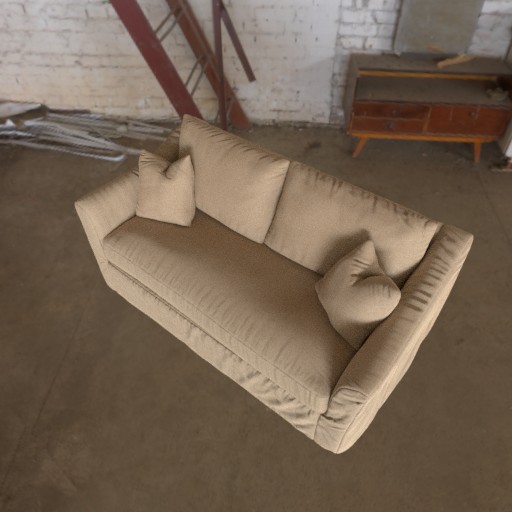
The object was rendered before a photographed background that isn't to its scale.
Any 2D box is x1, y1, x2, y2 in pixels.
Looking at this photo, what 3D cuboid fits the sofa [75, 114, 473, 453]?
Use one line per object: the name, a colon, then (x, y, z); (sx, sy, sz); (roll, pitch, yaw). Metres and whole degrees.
sofa: (0.000, 0.000, 2.627); (2.010, 1.018, 1.072); (30, 52, 27)
